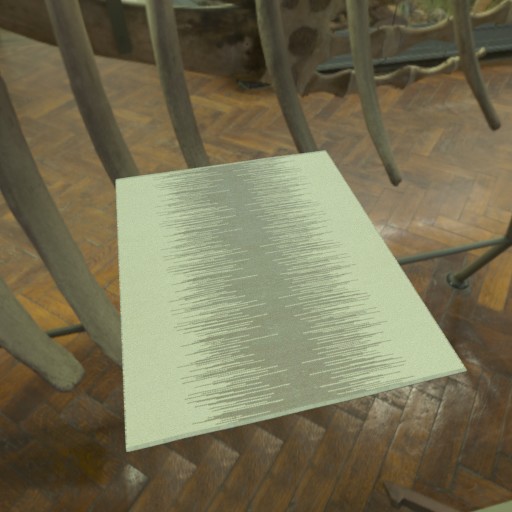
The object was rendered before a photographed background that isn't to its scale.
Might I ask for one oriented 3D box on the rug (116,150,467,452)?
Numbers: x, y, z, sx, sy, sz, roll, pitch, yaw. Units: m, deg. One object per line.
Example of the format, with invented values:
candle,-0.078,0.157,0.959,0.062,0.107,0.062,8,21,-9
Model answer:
rug,0.000,0.000,4.067,2.453,0.010,3.037,-10,47,-10
